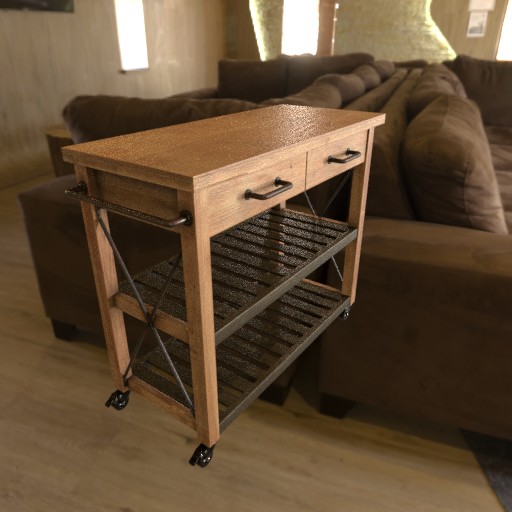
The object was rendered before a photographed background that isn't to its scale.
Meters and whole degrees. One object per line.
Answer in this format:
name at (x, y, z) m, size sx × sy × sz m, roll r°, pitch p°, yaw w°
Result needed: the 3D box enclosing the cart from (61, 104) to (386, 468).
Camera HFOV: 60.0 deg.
cart at (0.000, 0.000, 0.982) m, size 0.298 × 0.554 × 0.686 m, roll 18°, pitch 31°, yaw 32°
